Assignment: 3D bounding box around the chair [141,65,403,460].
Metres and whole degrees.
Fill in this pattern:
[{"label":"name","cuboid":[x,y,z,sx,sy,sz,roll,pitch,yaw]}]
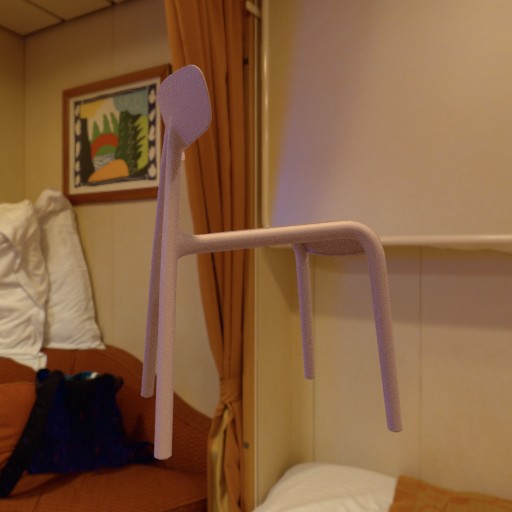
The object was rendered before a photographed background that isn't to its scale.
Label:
[{"label":"chair","cuboid":[0.000,0.000,0.835,0.401,0.580,0.356,0,0,-18]}]
